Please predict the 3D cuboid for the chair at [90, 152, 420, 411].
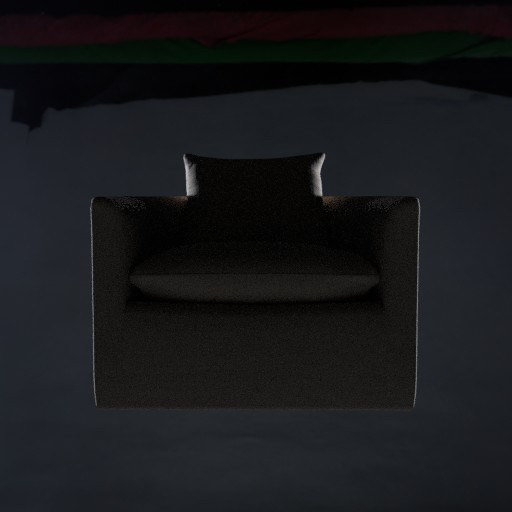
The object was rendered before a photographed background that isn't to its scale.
[{"bbox_3d":[0.000,0.000,1.555,0.845,0.848,0.910,0,0,0],"label":"chair"}]
